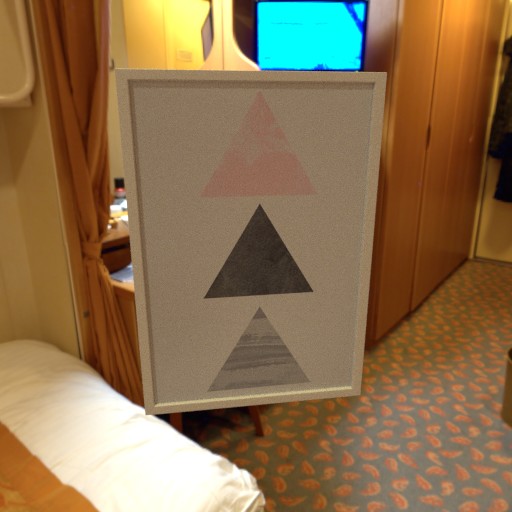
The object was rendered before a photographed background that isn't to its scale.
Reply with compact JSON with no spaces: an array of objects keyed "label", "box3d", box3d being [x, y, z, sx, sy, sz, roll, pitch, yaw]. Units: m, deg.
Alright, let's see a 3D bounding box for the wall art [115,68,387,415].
[{"label":"wall art","box3d":[0.000,0.000,0.560,0.303,0.433,0.013,-3,18,-8]}]
